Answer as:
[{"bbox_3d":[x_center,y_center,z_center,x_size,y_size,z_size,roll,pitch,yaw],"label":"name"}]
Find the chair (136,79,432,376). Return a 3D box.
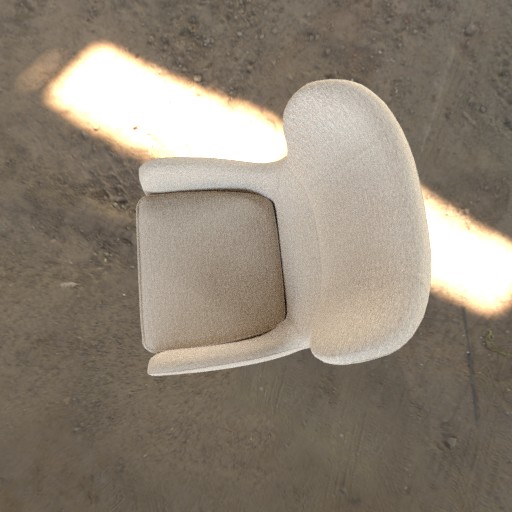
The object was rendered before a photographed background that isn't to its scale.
[{"bbox_3d":[0.000,0.000,1.753,0.984,1.064,0.861,-5,77,-1],"label":"chair"}]
